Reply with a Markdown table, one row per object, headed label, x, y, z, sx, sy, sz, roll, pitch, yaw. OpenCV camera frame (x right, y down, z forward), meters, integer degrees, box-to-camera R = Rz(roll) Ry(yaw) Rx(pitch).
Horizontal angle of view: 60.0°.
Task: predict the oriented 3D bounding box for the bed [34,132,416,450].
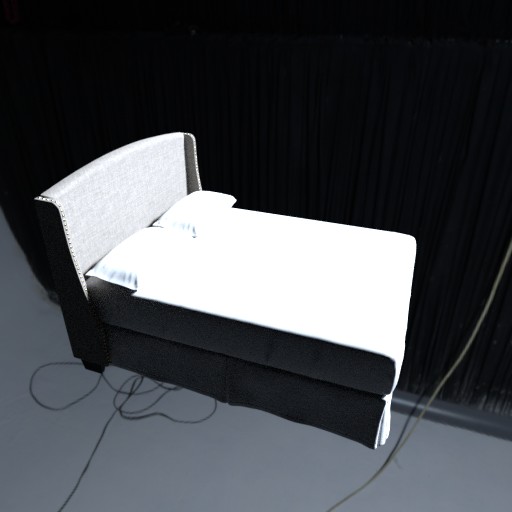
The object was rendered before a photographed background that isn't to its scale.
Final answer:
| label | x | y | z | sx | sy | sz | roll | pitch | yaw |
| --- | --- | --- | --- | --- | --- | --- | --- | --- | --- |
| bed | 0.000 | 0.000 | 3.280 | 2.237 | 1.407 | 1.710 | 10 | 31 | 18 |
